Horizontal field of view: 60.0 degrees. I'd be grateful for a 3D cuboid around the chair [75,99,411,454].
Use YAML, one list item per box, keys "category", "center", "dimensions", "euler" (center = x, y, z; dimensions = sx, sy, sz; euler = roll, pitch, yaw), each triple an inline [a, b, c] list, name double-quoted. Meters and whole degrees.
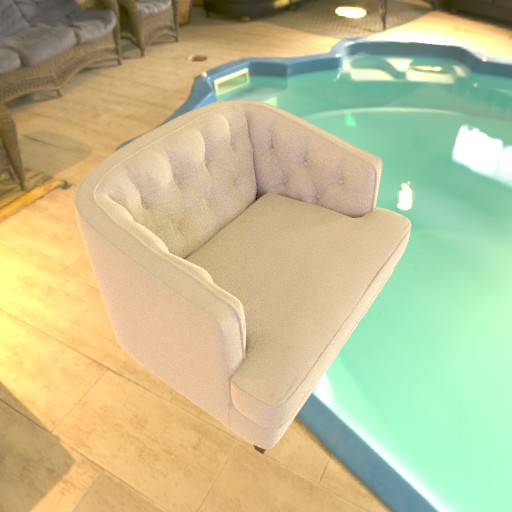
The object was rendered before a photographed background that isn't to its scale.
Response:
- category: "chair"
  center: [0.000, 0.000, 1.782]
  dimensions: [0.941, 0.852, 1.104]
  euler: [25, 48, 25]
